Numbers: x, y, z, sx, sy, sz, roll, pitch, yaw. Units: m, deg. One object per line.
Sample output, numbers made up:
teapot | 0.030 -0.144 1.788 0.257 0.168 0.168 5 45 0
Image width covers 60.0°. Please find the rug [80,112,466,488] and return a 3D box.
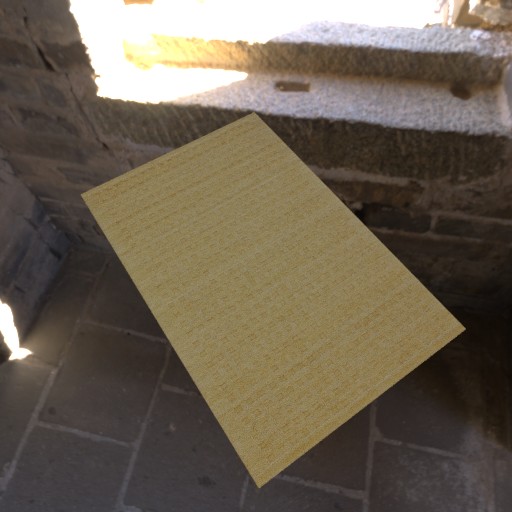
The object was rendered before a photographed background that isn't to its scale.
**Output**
rug | 0.000 0.000 2.953 1.524 0.006 2.286 -30 64 -17
